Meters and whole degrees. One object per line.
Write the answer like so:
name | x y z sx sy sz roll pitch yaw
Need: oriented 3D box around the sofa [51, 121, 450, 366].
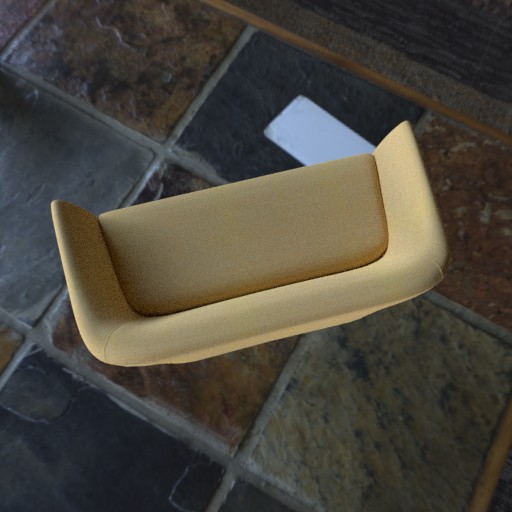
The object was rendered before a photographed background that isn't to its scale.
sofa | 0.000 0.000 1.859 1.452 0.721 0.705 -14 76 -4
